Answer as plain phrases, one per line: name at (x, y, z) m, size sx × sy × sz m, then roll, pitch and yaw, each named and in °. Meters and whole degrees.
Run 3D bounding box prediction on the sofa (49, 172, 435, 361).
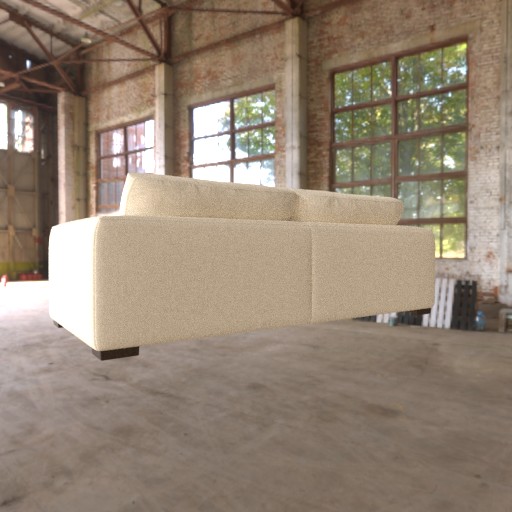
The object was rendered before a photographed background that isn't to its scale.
sofa at (0.000, 0.000, 2.798) m, size 2.262 × 0.801 × 1.070 m, roll -1°, pitch 2°, yaw -34°
